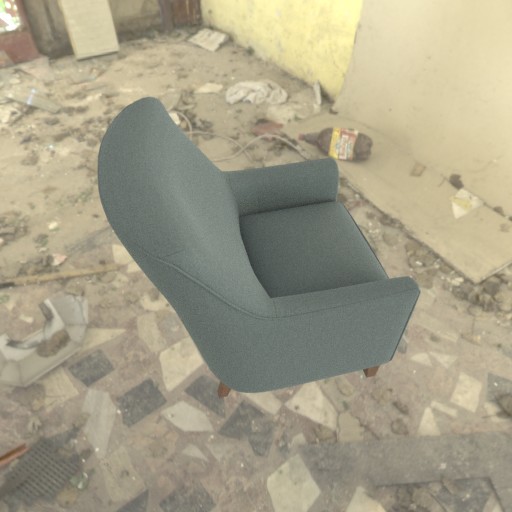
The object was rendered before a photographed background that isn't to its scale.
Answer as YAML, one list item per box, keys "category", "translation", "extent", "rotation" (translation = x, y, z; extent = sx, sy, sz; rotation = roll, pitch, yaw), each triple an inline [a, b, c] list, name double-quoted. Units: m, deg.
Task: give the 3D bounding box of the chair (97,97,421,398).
- category: "chair"
  translation: [0.000, 0.000, 1.577]
  extent: [0.879, 0.916, 0.756]
  rotation: [-10, 47, -10]
